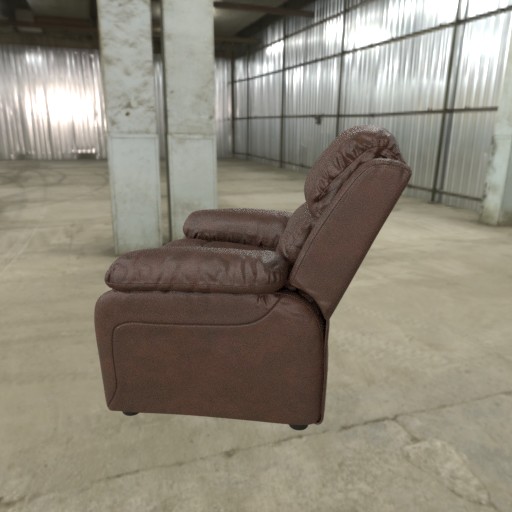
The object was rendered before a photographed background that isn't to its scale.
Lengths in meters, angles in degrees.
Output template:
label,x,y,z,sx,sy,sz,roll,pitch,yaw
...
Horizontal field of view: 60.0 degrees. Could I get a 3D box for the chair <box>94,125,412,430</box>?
label,x,y,z,sx,sy,sz,roll,pitch,yaw
chair,0.000,0.000,1.239,0.707,0.702,0.680,3,16,9
